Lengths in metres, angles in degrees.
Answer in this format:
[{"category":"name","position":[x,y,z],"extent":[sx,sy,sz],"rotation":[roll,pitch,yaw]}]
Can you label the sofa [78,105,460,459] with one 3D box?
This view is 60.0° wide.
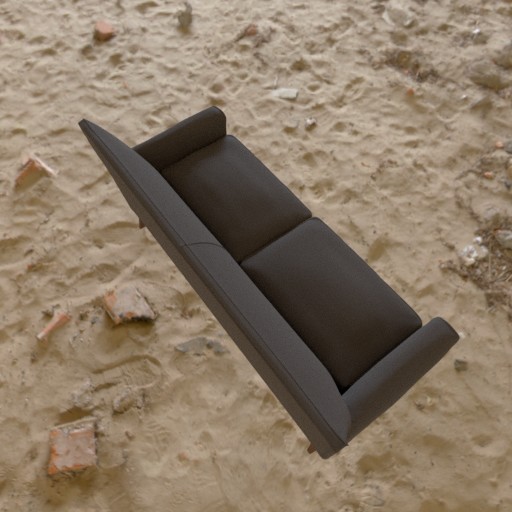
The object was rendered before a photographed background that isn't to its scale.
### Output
[{"category":"sofa","position":[0.000,0.000,2.380],"extent":[0.843,0.907,2.002],"rotation":[-32,63,-19]}]
